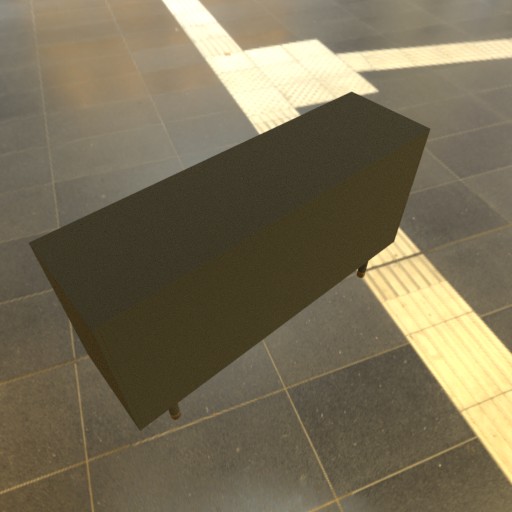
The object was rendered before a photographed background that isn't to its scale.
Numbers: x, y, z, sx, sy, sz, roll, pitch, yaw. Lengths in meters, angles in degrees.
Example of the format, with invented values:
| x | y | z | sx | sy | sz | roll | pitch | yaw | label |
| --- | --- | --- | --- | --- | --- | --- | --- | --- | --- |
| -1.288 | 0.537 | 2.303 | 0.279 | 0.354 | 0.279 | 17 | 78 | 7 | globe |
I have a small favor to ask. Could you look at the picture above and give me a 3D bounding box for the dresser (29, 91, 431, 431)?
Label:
| x | y | z | sx | sy | sz | roll | pitch | yaw | label |
| --- | --- | --- | --- | --- | --- | --- | --- | --- | --- |
| 0.000 | 0.000 | 1.973 | 1.558 | 0.872 | 0.463 | -32 | 55 | -26 | dresser |
